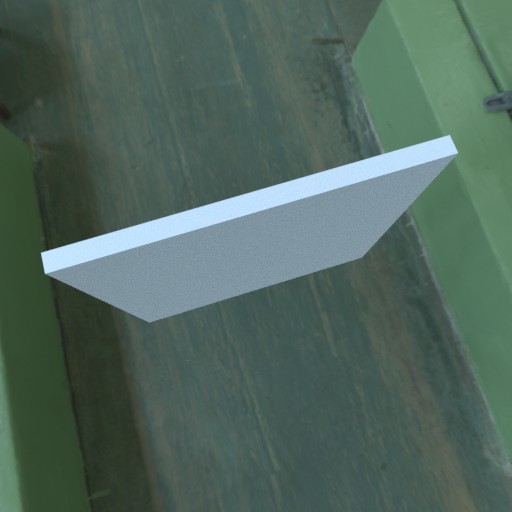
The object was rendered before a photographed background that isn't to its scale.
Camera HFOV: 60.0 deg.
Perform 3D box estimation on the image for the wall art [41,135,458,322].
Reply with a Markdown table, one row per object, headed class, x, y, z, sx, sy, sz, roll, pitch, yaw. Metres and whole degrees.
| class | x | y | z | sx | sy | sz | roll | pitch | yaw |
| --- | --- | --- | --- | --- | --- | --- | --- | --- | --- |
| wall art | 0.000 | 0.000 | 0.847 | 0.559 | 0.559 | 0.028 | -17 | 76 | -4 |
